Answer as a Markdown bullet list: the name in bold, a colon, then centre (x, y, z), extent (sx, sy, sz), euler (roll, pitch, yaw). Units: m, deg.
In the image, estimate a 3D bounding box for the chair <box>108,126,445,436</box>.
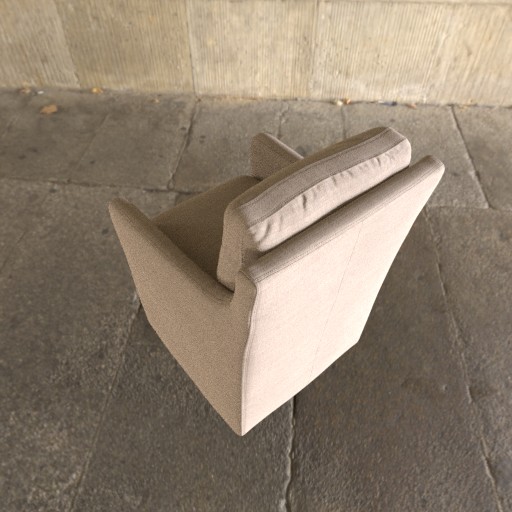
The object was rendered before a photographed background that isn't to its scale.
- **chair**: centre (0.000, 0.000, 1.368), extent (0.626, 0.914, 0.694), euler (-31, 54, -26)
